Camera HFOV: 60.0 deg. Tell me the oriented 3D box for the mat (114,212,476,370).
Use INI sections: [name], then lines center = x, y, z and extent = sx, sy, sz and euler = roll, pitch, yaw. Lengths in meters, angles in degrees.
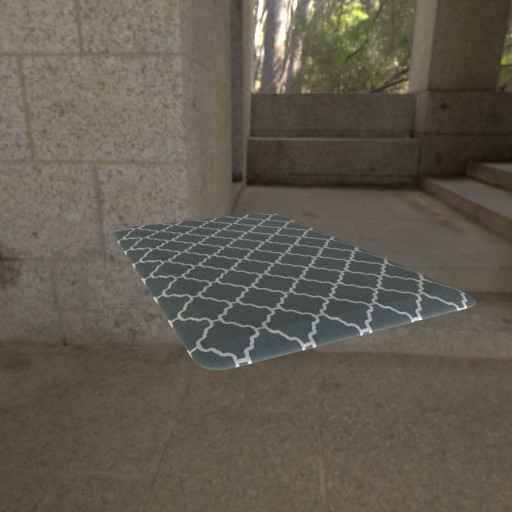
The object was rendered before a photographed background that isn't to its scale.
[mat]
center = 0.000, 0.000, 0.979
extent = 0.508, 0.021, 0.762
euler = -8, 20, -24
